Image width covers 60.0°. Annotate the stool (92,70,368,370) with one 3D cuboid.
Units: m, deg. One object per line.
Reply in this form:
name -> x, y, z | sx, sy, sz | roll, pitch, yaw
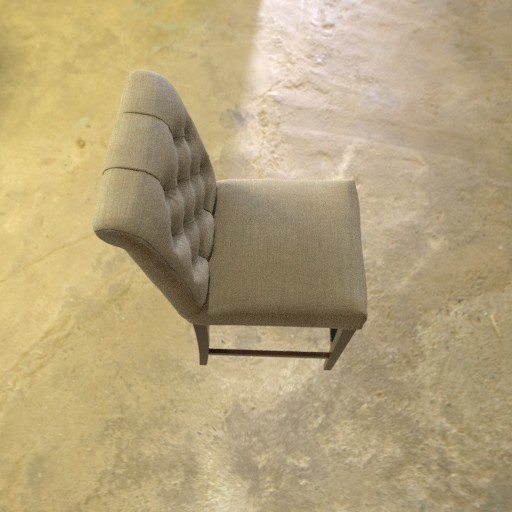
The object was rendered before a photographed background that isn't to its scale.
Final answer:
stool -> 0.000, 0.000, 1.437 | 0.660, 1.084, 0.486 | 2, 62, 1
